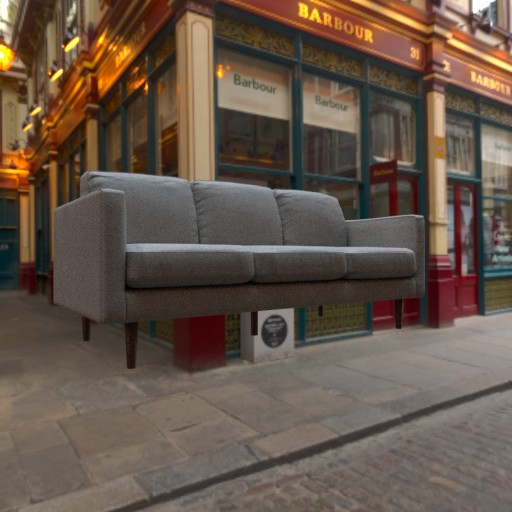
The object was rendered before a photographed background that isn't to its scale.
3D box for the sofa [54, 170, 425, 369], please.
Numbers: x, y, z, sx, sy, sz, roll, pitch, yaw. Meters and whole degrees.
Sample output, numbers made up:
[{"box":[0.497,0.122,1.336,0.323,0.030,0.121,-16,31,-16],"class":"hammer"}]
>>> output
[{"box":[0.000,0.000,2.548,1.983,0.918,0.944,0,0,-35],"class":"sofa"}]
